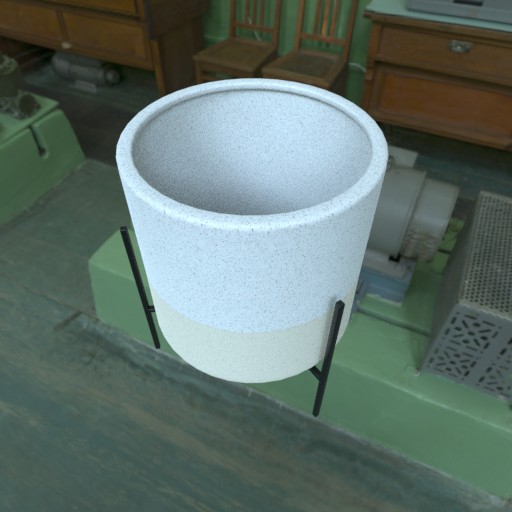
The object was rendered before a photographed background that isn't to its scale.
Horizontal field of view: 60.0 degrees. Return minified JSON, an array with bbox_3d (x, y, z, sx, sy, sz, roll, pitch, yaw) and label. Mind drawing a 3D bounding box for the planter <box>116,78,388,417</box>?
[{"bbox_3d":[0.000,0.000,0.671,0.313,0.423,0.335,18,49,16],"label":"planter"}]
